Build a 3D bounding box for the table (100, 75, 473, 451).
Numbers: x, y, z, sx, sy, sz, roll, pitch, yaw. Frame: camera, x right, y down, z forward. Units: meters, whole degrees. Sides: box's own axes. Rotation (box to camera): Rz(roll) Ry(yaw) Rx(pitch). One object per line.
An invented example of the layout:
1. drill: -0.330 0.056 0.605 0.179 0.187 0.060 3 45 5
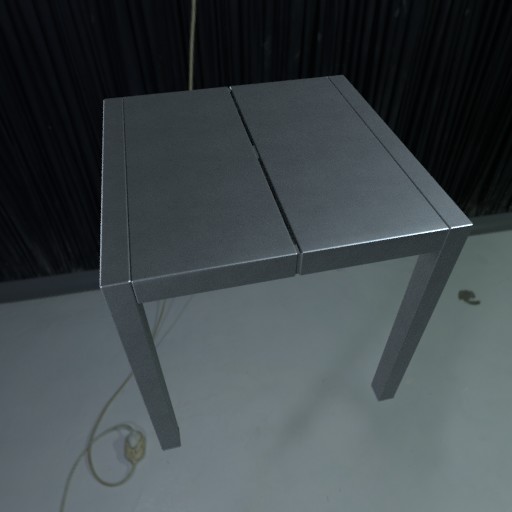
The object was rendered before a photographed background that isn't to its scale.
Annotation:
1. table: 0.000 0.000 0.930 0.508 0.508 0.508 -9 46 -9
